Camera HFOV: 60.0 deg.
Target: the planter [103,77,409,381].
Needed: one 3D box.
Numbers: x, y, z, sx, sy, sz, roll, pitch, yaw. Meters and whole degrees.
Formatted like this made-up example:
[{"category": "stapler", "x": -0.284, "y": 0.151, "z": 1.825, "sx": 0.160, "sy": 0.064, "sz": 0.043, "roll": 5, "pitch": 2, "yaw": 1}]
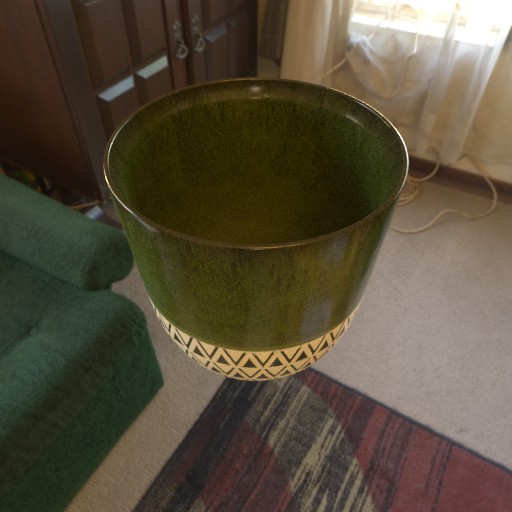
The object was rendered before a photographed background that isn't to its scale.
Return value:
[{"category": "planter", "x": 0.000, "y": 0.000, "z": 0.462, "sx": 0.245, "sy": 0.270, "sz": 0.245, "roll": 0, "pitch": 46, "yaw": 0}]
